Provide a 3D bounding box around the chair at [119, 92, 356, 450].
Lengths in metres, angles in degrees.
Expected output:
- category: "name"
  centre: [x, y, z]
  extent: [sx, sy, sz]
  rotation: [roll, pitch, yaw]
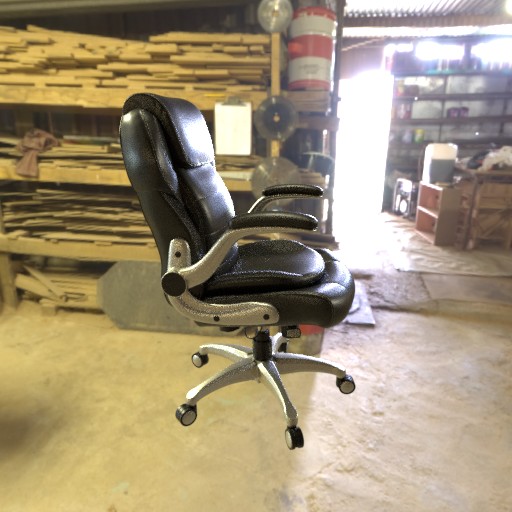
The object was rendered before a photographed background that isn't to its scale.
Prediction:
- category: "chair"
  centre: [0.000, 0.000, 1.666]
  extent: [0.801, 1.141, 0.724]
  rotation: [3, 17, 9]
